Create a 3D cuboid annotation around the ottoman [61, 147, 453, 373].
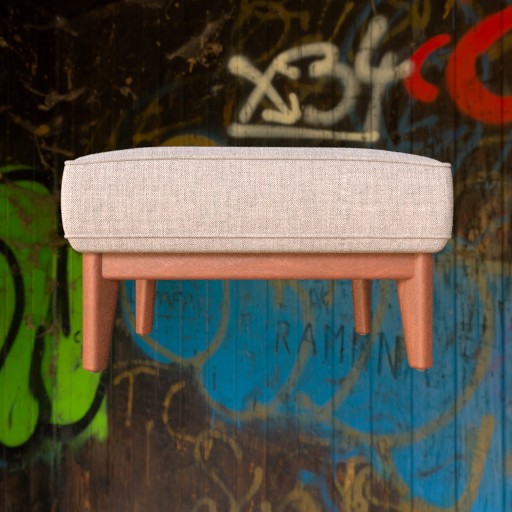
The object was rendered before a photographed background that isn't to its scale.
[{"bbox_3d":[0.000,0.000,1.088,0.750,0.458,0.555,0,-1,-2],"label":"ottoman"}]
